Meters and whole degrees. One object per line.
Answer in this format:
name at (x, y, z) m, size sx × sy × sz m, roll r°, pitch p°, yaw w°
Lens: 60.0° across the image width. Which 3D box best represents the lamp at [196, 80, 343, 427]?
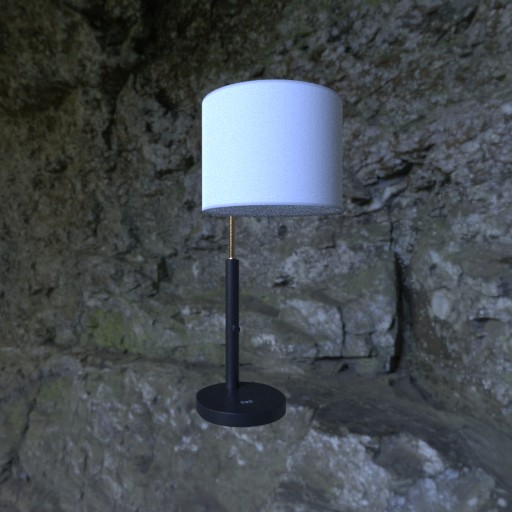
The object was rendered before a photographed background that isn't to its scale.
lamp at (0.000, 0.000, 0.705) m, size 0.199 × 0.540 × 0.337 m, roll 0°, pitch 1°, yaw -19°
